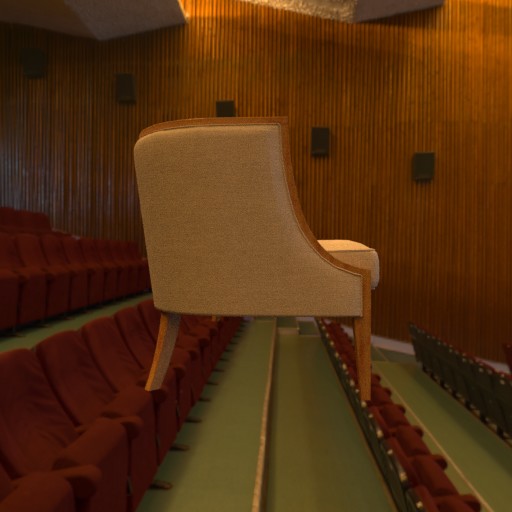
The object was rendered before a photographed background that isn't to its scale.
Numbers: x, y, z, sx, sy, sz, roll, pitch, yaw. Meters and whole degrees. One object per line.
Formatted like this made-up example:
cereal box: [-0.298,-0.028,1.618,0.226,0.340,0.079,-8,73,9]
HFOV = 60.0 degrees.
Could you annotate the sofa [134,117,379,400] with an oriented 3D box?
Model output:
sofa: [0.000,0.000,1.941,0.770,0.775,1.474,0,0,3]
